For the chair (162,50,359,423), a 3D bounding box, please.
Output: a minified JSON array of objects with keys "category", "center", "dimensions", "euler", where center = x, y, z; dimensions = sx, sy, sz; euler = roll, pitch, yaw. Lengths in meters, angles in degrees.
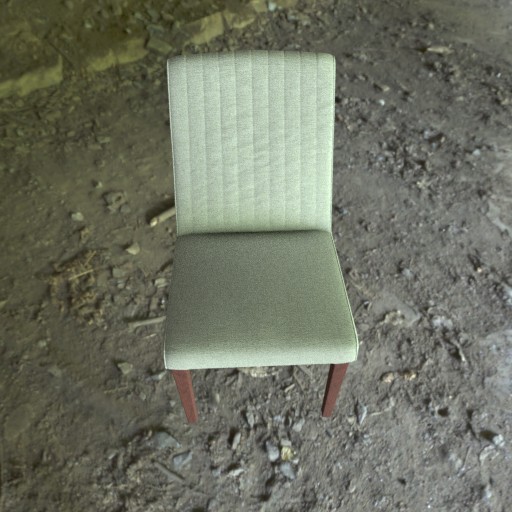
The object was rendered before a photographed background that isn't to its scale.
[{"category":"chair","center":[0.000,0.000,1.236],"dimensions":[0.480,0.900,0.594],"euler":[-2,47,-2]}]
